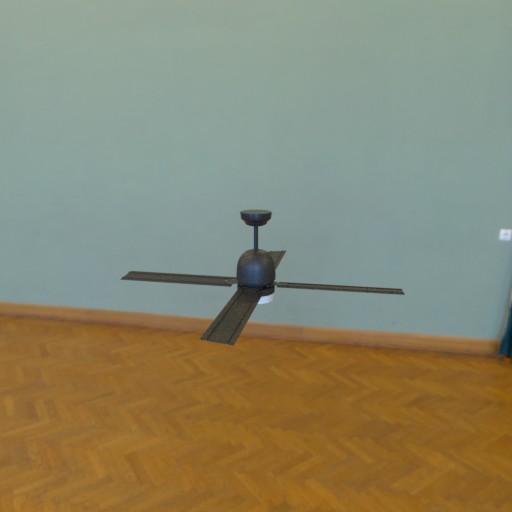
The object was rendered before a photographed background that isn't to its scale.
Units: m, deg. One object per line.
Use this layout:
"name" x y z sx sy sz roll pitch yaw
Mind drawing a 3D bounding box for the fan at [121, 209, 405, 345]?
"fan" 0.000 0.000 2.040 1.319 0.410 1.319 2 14 9
